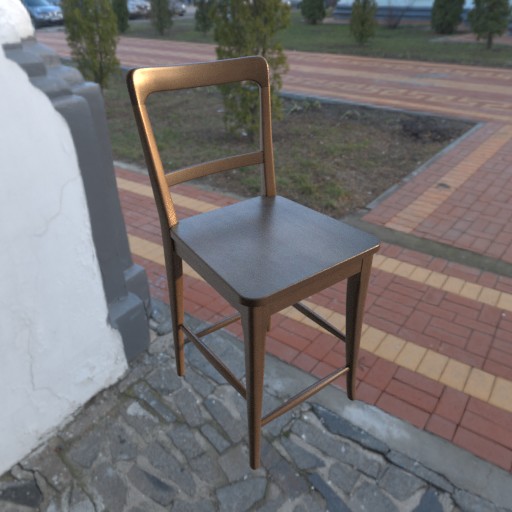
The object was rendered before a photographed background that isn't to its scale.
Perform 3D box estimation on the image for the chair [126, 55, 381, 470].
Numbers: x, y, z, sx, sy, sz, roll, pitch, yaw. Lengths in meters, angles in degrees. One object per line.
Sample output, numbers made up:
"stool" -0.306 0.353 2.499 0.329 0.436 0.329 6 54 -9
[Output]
"chair" 0.000 0.000 1.277 0.450 0.991 0.546 -21 37 -31
